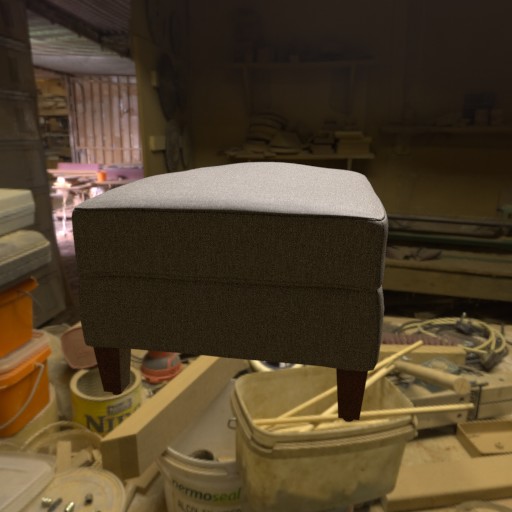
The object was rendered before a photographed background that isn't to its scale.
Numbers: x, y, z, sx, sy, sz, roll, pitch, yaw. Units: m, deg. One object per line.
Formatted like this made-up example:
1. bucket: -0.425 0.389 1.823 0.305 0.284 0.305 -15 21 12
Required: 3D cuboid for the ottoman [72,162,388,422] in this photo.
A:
1. ottoman: 0.000 0.000 1.253 0.639 0.494 0.873 3 16 10
